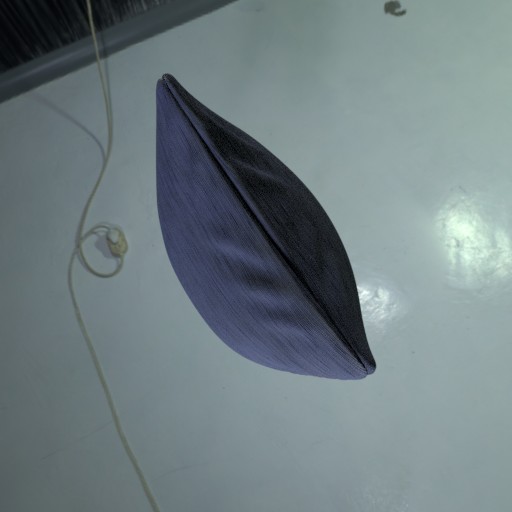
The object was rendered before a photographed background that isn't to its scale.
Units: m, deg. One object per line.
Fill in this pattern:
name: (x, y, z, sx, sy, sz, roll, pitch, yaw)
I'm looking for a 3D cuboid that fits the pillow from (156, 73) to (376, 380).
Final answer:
pillow: (0.000, 0.000, 0.693, 0.246, 0.414, 0.432, -33, 78, -8)
